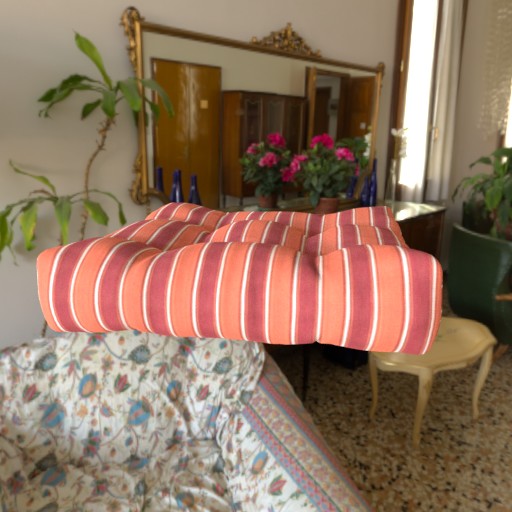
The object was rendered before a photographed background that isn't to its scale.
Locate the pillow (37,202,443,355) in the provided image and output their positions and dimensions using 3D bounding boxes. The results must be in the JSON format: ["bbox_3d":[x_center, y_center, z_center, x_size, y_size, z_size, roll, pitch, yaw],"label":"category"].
[{"bbox_3d":[0.000,0.000,0.724,0.490,0.133,0.468,3,15,10],"label":"pillow"}]
